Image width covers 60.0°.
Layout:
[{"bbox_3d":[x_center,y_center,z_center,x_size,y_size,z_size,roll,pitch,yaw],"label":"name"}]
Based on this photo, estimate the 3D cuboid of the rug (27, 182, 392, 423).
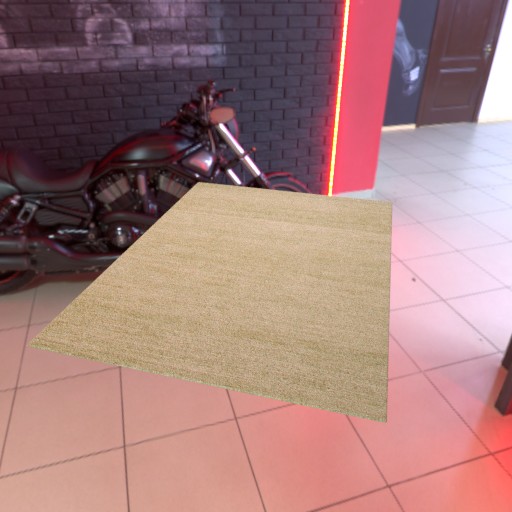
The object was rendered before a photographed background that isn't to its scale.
[{"bbox_3d":[0.000,0.000,4.130,2.425,0.016,3.198,8,32,13],"label":"rug"}]
